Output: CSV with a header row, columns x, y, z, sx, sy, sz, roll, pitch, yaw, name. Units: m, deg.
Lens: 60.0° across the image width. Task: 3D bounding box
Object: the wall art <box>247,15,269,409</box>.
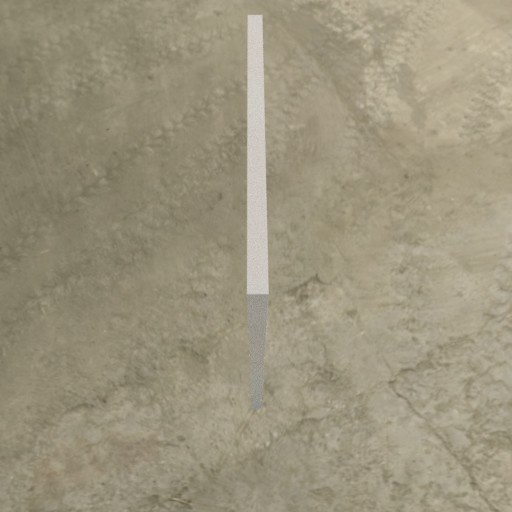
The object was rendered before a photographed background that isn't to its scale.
x,y,z,sx,sy,sz,roll,pitch,yaw,name
0.000,0.000,1.438,0.038,1.143,0.764,0,62,0,wall art
